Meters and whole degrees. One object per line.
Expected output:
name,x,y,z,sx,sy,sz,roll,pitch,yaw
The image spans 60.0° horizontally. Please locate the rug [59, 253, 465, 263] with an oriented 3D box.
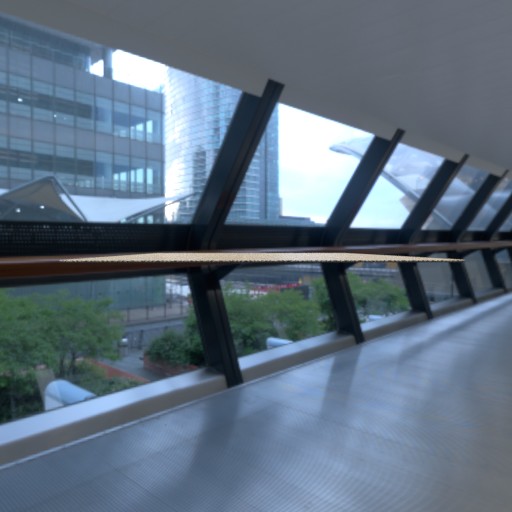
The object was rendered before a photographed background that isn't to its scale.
rug,0.000,0.000,4.207,2.439,0.014,3.207,0,1,-2
